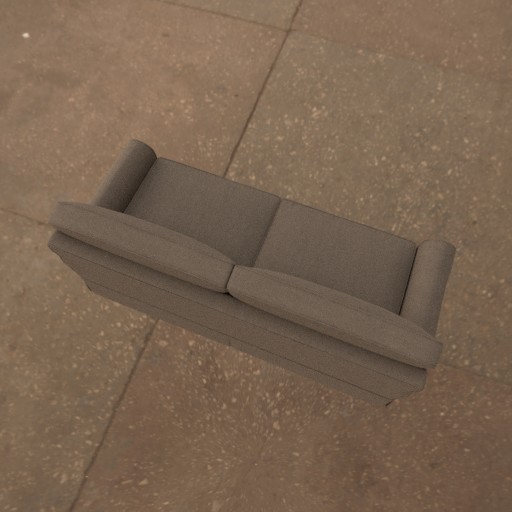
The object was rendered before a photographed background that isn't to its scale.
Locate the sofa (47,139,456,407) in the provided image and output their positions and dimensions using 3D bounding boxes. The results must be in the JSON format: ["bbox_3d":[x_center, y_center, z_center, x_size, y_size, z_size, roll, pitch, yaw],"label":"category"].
[{"bbox_3d":[0.000,0.000,2.734,2.248,0.943,0.991,20,66,9],"label":"sofa"}]
